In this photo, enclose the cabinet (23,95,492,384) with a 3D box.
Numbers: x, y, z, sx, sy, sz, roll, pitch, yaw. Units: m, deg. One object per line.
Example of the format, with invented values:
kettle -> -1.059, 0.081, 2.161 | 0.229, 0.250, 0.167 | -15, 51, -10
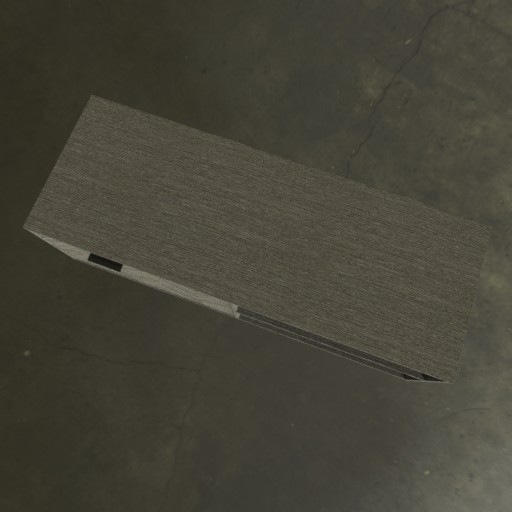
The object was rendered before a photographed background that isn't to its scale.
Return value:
cabinet -> 0.000, 0.000, 1.594 | 1.300, 0.599, 0.500 | 19, 76, 5
